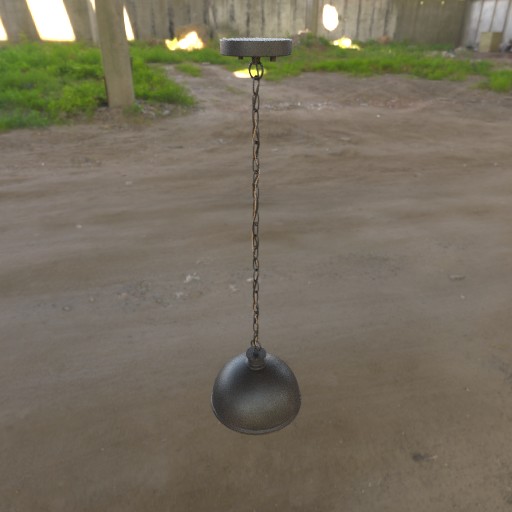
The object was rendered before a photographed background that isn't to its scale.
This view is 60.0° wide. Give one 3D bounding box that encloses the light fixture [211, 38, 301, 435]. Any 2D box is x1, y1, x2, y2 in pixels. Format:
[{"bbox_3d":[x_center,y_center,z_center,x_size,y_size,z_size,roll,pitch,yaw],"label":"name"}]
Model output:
[{"bbox_3d":[0.000,0.000,1.240,0.304,1.090,0.304,20,34,33],"label":"light fixture"}]
